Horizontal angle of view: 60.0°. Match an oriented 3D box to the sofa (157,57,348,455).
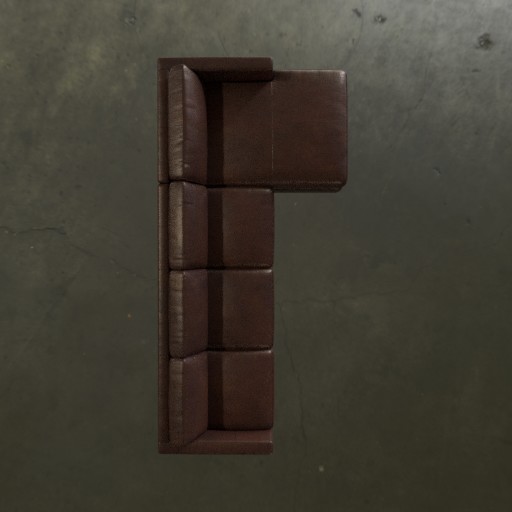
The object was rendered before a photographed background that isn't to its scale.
[{"bbox_3d":[0.000,0.000,3.851,1.581,0.883,3.203,0,90,1],"label":"sofa"}]
